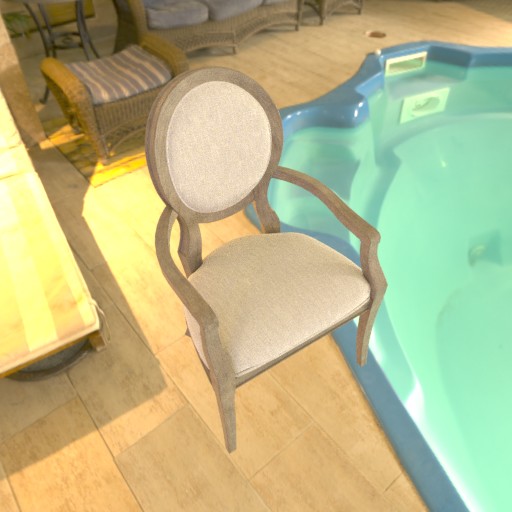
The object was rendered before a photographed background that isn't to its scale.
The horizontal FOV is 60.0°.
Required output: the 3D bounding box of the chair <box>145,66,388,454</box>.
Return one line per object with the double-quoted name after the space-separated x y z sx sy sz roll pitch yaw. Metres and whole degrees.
0.000 0.000 1.392 0.611 0.991 0.602 -25 50 -23 "chair"
